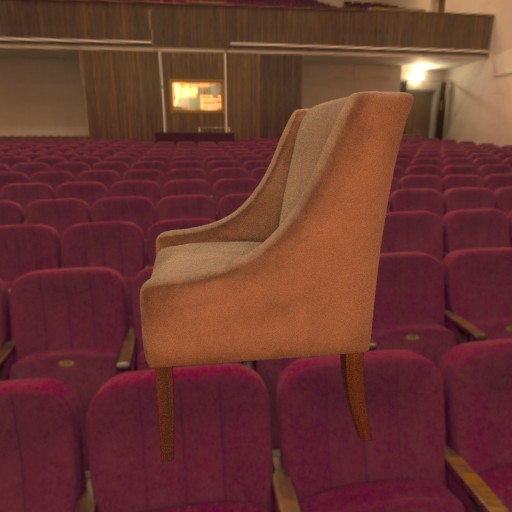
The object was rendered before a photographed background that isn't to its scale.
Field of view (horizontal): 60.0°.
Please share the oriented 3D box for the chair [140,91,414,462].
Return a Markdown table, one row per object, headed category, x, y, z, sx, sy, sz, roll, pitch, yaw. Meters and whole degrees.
| category | x | y | z | sx | sy | sz | roll | pitch | yaw |
| --- | --- | --- | --- | --- | --- | --- | --- | --- | --- |
| chair | 0.000 | 0.000 | 1.333 | 0.629 | 0.895 | 0.629 | -2 | 15 | -8 |
